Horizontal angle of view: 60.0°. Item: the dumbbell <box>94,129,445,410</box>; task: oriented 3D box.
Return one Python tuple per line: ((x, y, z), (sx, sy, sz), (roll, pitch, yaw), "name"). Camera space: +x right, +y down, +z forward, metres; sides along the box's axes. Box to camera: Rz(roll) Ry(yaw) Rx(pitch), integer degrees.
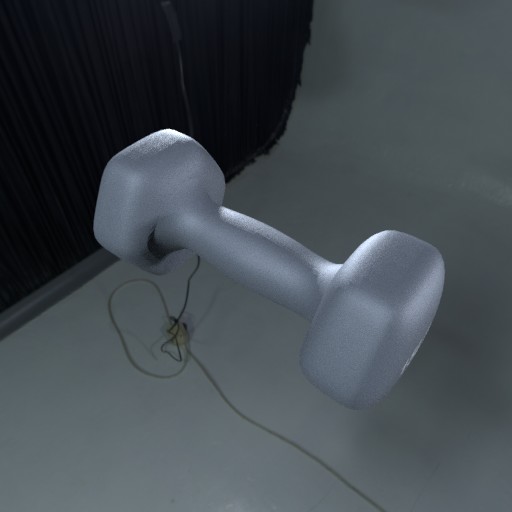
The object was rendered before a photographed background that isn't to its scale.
((0.000, 0.000, 0.309), (0.240, 0.105, 0.116), (30, 53, 25), "dumbbell")
